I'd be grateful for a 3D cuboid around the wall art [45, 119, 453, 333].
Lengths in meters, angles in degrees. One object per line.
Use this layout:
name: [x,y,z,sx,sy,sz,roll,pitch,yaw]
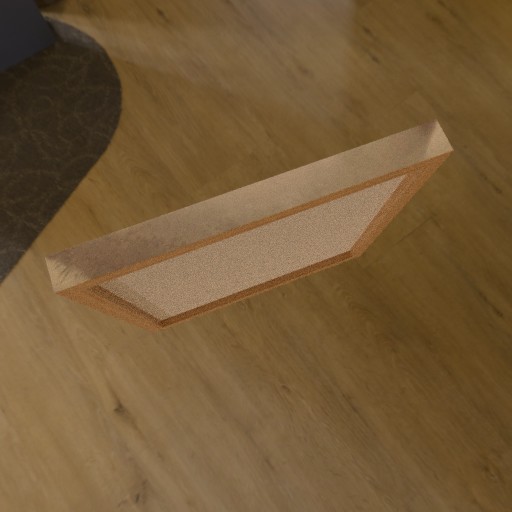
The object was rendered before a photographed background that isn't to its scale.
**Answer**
wall art: [0.000,0.000,0.465,0.303,0.303,0.028,-20,76,-5]
